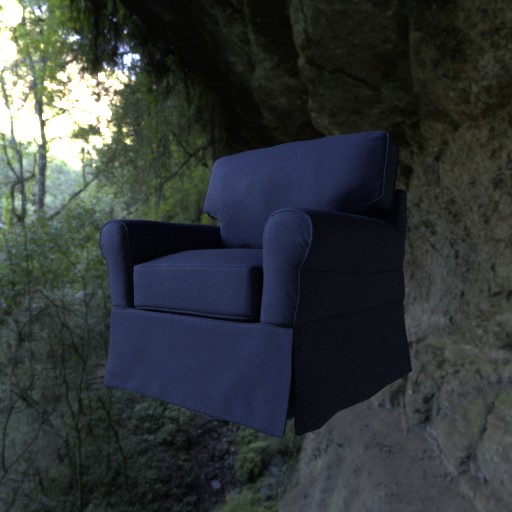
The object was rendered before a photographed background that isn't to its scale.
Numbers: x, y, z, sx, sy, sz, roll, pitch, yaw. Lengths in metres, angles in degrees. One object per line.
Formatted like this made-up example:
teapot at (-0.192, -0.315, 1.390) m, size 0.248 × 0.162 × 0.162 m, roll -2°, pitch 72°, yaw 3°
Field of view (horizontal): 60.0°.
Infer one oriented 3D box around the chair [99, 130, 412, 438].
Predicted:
chair at (0.000, 0.000, 1.995) m, size 1.119 × 1.140 × 1.002 m, roll 0°, pitch 1°, yaw 35°
